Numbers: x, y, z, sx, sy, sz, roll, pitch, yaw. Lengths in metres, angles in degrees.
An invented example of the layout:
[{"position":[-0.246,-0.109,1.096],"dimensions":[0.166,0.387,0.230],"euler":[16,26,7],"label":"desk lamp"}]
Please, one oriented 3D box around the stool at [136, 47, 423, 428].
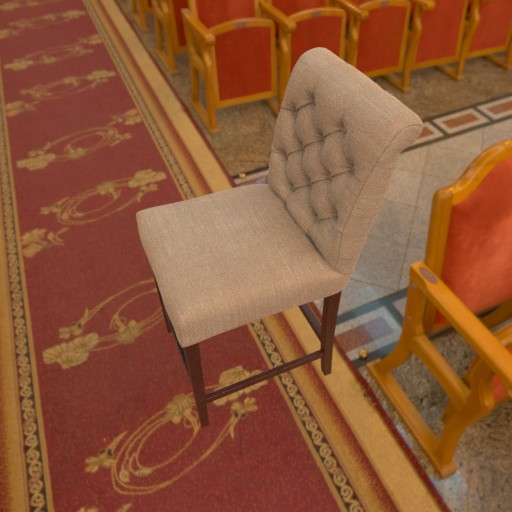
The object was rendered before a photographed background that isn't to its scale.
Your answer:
[{"position":[0.000,0.000,1.435],"dimensions":[0.660,1.084,0.486],"euler":[-17,49,-16],"label":"stool"}]
